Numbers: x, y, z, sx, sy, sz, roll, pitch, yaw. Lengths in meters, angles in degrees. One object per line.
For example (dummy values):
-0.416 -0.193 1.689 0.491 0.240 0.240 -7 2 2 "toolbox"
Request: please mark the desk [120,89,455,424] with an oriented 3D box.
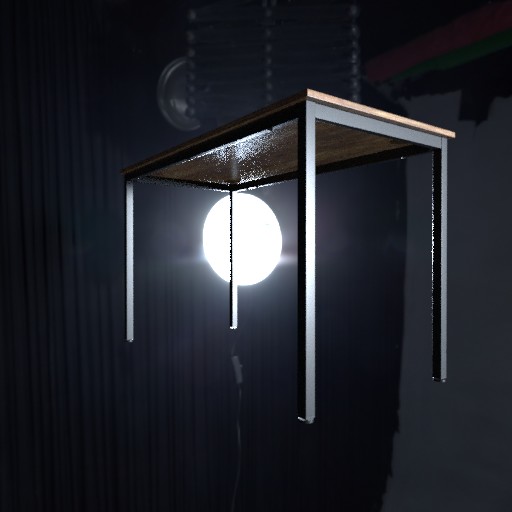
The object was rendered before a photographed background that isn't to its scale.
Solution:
0.000 0.000 1.635 0.600 0.749 1.200 0 1 -36 "desk"
